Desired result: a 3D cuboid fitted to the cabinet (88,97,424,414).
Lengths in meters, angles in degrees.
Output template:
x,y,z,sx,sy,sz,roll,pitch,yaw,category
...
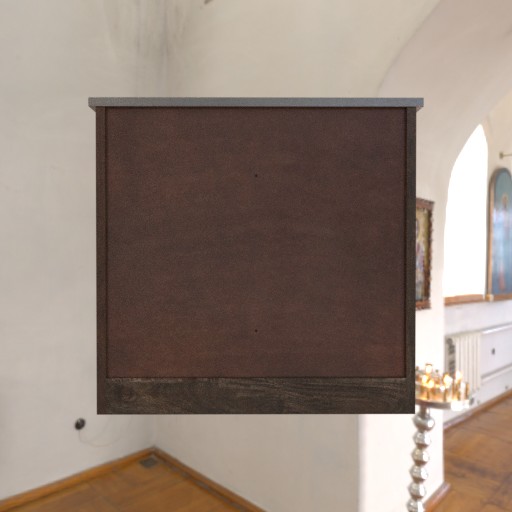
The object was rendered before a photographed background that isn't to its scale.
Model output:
x,y,z,sx,sy,sz,roll,pitch,yaw,category
0.000,0.000,1.451,0.968,0.919,0.338,0,1,0,cabinet
